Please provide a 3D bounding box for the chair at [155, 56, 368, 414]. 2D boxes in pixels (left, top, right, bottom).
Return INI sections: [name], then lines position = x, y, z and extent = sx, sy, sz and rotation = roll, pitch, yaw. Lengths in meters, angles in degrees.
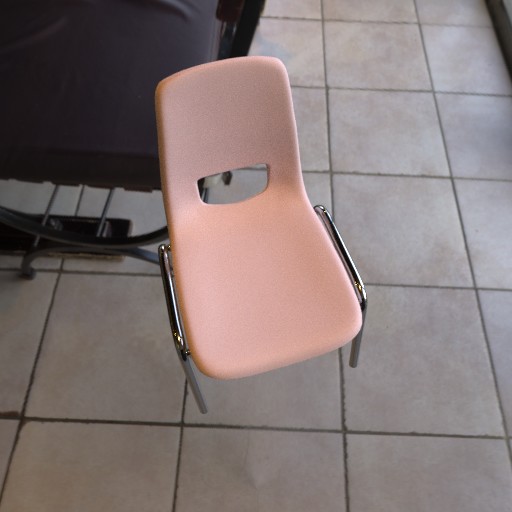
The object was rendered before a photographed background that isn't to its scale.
[chair]
position = 0.000, 0.000, 0.795
extent = 0.354, 0.536, 0.385
rotation = -15, 63, -8
